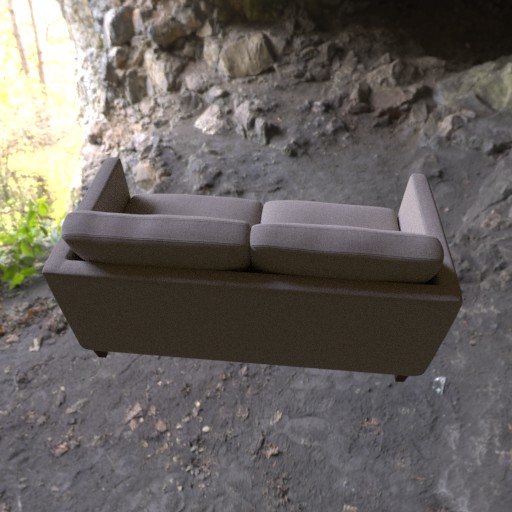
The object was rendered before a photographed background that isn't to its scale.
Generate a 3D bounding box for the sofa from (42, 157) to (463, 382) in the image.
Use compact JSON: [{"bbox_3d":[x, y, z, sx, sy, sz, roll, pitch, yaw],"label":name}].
[{"bbox_3d":[0.000,0.000,2.447,1.884,0.947,0.951,4,46,4],"label":"sofa"}]
